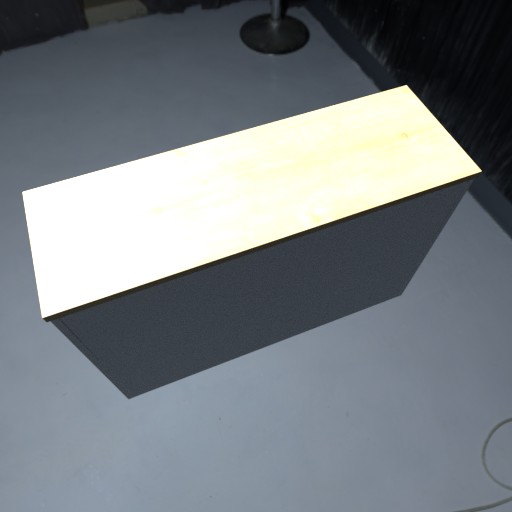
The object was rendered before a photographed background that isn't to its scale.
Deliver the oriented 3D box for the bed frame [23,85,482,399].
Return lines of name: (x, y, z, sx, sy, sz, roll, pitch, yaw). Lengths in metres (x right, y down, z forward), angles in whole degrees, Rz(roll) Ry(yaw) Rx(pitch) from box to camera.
bed frame: (0.000, 0.000, 1.679, 1.300, 0.850, 0.430, -19, 60, -11)
